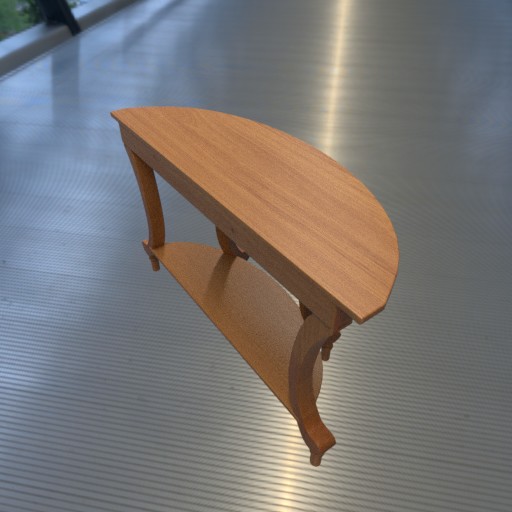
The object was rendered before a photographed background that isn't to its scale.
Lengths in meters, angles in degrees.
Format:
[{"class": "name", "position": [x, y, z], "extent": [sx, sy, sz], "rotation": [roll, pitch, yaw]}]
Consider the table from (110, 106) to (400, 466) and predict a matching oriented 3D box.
[{"class": "table", "position": [0.000, 0.000, 1.475], "extent": [0.394, 0.692, 1.198], "rotation": [-24, 45, -27]}]
